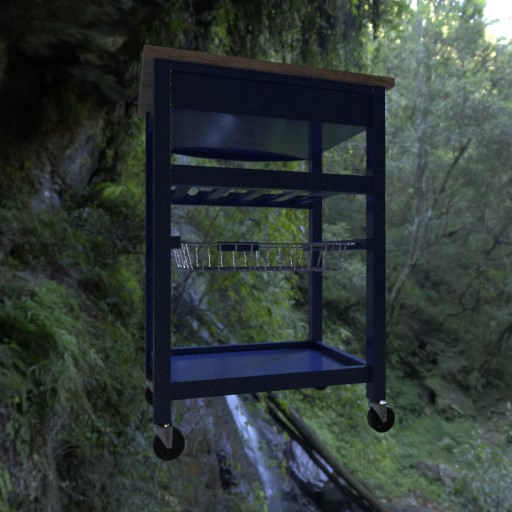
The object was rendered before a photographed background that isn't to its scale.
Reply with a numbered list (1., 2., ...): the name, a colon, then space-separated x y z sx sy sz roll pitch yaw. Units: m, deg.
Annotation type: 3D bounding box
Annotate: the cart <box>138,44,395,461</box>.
1. cart: 0.000 0.000 1.155 0.584 0.839 0.403 0 0 -17
